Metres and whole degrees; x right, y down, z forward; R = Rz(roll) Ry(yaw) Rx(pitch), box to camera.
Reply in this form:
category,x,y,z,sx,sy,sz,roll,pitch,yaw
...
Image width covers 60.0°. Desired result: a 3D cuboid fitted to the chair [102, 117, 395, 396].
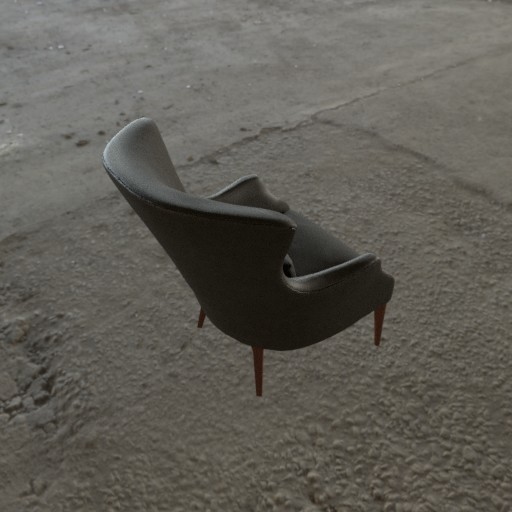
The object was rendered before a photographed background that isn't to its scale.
category,x,y,z,sx,sy,sz,roll,pitch,yaw
chair,0.000,0.000,1.766,0.954,1.068,0.819,-27,48,-27
